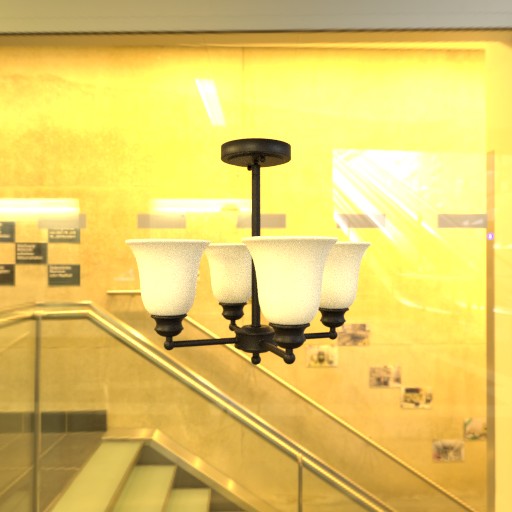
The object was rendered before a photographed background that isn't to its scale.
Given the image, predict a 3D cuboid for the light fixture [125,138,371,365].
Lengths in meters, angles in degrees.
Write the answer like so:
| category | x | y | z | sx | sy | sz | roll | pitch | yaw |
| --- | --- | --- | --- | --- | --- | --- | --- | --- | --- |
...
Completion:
| category | x | y | z | sx | sy | sz | roll | pitch | yaw |
| --- | --- | --- | --- | --- | --- | --- | --- | --- | --- |
| light fixture | 0.000 | 0.000 | 1.887 | 1.069 | 0.925 | 1.069 | 0 | 0 | -18 |
